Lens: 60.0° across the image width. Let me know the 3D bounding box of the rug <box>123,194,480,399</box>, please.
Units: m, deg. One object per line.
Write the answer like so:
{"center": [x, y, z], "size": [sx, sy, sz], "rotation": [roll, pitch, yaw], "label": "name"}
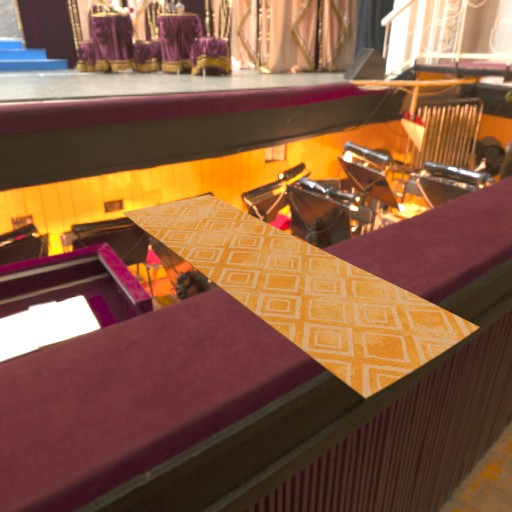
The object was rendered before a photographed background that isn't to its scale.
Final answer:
{"center": [0.000, 0.000, 2.702], "size": [0.775, 0.010, 2.438], "rotation": [-17, 31, -32], "label": "rug"}
